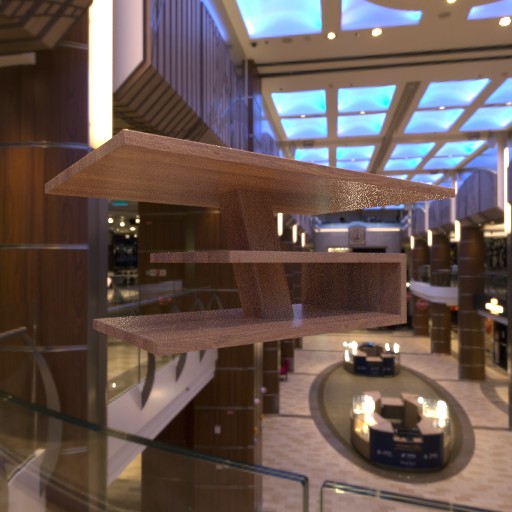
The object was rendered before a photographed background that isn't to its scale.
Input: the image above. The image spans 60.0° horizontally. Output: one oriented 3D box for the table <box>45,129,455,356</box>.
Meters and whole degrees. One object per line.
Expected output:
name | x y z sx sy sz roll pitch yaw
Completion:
table | 0.000 0.000 1.404 1.100 0.442 0.700 1 -1 -36
